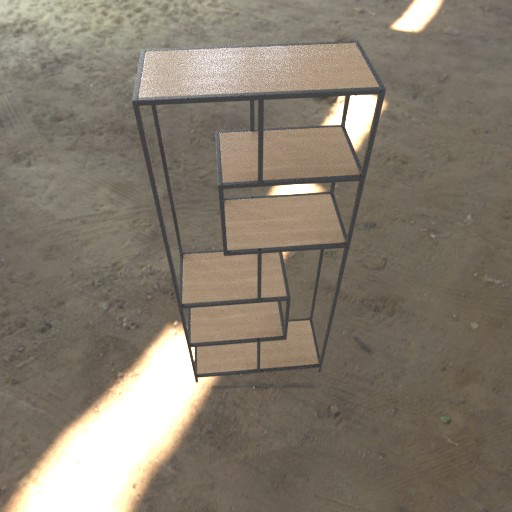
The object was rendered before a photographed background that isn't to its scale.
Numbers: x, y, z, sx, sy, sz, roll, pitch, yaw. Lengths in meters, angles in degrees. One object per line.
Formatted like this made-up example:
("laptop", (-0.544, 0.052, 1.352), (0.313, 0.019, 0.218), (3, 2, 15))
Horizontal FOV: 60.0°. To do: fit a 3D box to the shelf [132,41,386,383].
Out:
("shelf", (0.000, 0.000, 2.139), (0.770, 1.850, 0.350), (-4, 49, -3))
